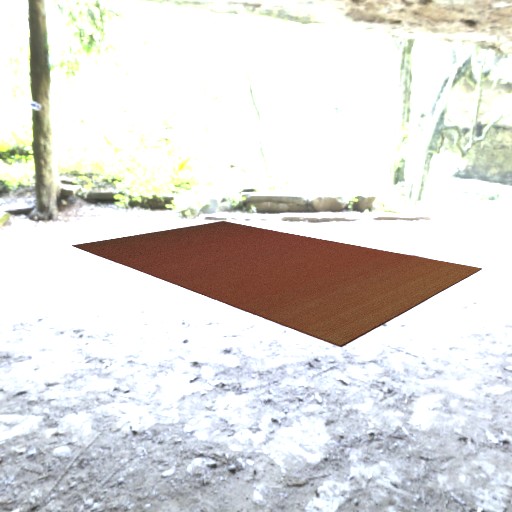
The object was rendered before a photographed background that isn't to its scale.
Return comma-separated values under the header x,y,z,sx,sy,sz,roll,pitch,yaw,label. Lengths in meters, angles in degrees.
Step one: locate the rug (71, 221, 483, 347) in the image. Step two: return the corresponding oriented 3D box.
x,y,z,sx,sy,sz,roll,pitch,yaw,label
0.000,0.000,3.045,2.442,0.010,1.531,14,20,43,rug
